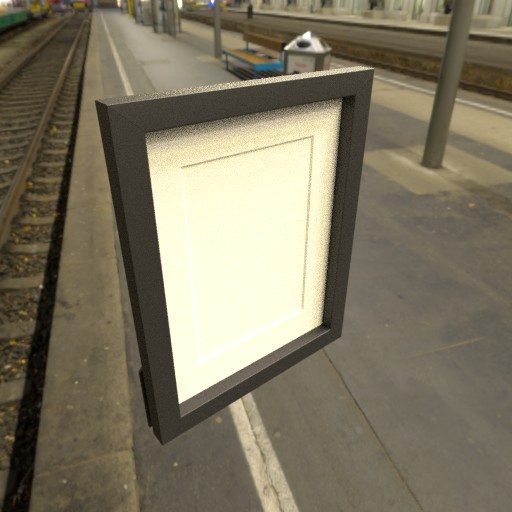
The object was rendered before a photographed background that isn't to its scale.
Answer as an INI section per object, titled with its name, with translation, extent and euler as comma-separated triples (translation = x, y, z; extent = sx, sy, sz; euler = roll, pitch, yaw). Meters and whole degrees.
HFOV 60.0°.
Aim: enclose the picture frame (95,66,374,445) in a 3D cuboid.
[picture frame]
translation = 0.000, 0.000, 0.513
extent = 0.307, 0.383, 0.036
euler = -22, 37, -33
